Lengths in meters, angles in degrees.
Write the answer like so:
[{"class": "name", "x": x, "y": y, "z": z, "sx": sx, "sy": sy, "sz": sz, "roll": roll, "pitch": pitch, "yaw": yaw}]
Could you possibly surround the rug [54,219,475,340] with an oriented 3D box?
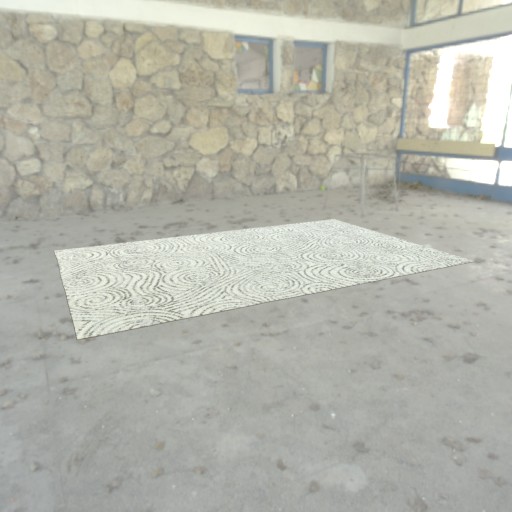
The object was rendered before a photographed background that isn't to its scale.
[{"class": "rug", "x": 0.000, "y": 0.000, "z": 3.015, "sx": 2.439, "sy": 0.005, "sz": 1.524, "roll": -8, "pitch": 18, "yaw": -26}]
